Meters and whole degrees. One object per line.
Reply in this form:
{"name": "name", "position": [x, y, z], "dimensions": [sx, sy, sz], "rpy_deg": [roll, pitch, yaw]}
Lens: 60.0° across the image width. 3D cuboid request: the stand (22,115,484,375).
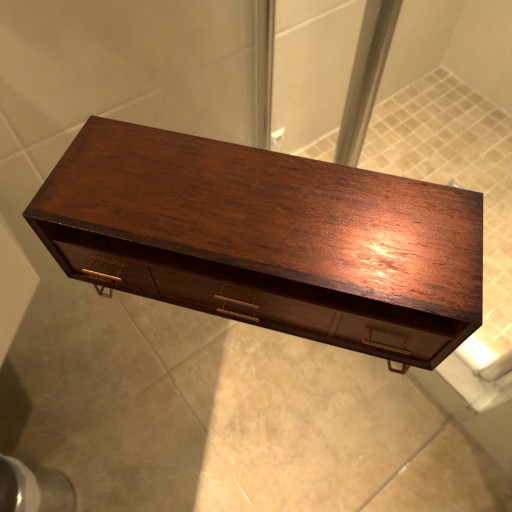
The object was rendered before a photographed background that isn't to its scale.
{"name": "stand", "position": [0.000, 0.000, 1.646], "dimensions": [1.372, 0.610, 0.481], "rpy_deg": [13, 59, 8]}
